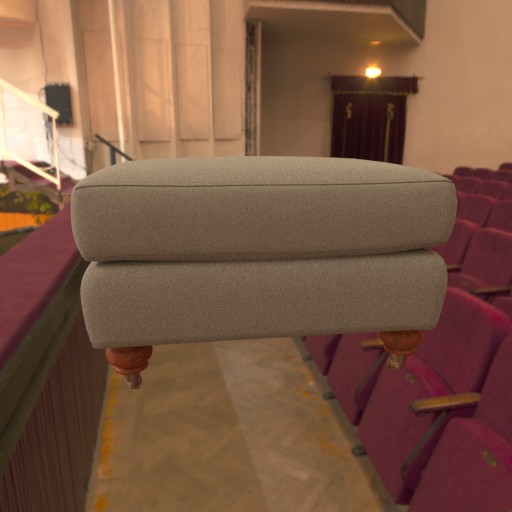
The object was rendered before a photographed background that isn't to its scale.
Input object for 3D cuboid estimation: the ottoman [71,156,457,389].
[{"bbox_3d":[0.000,0.000,1.141,0.773,0.499,0.569,-2,15,-8],"label":"ottoman"}]
